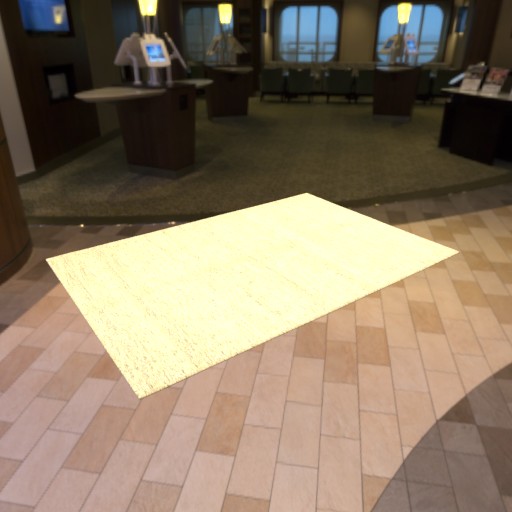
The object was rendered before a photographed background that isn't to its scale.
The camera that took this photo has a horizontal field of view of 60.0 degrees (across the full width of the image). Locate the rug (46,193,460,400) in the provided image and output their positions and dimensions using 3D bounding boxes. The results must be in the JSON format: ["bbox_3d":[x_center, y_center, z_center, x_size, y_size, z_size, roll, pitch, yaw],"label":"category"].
[{"bbox_3d":[0.000,0.000,2.385,1.850,0.015,1.250,-18,32,-32],"label":"rug"}]
